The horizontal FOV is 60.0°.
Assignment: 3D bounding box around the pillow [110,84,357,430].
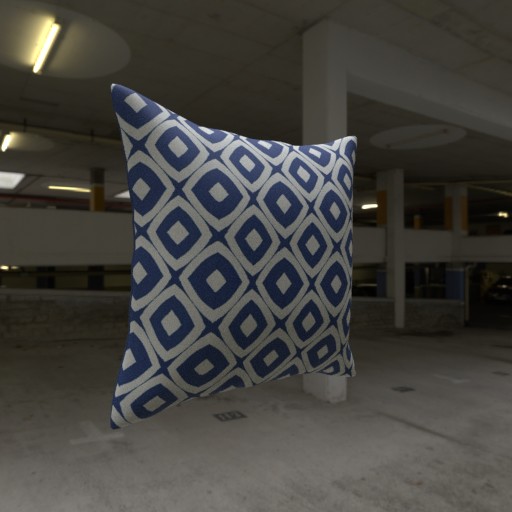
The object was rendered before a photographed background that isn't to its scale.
[{"bbox_3d":[0.000,0.000,0.774,0.504,0.494,0.188,0,0,-35],"label":"pillow"}]
